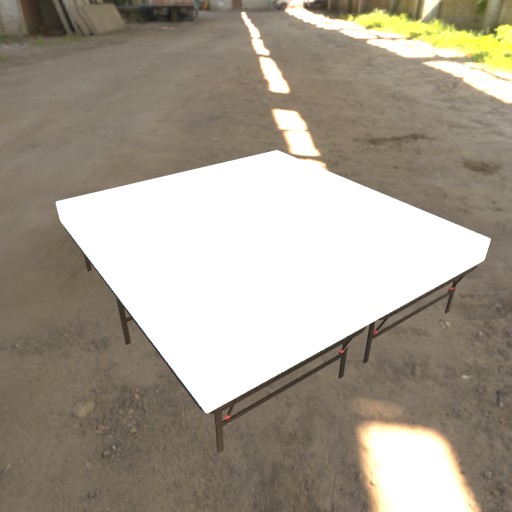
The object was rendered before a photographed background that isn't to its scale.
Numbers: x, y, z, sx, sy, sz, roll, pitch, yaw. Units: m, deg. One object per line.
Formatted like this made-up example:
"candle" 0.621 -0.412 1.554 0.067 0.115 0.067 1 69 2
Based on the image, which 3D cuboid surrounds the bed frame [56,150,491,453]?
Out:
"bed frame" 0.000 0.000 2.960 1.930 0.559 2.032 -20 37 -30
